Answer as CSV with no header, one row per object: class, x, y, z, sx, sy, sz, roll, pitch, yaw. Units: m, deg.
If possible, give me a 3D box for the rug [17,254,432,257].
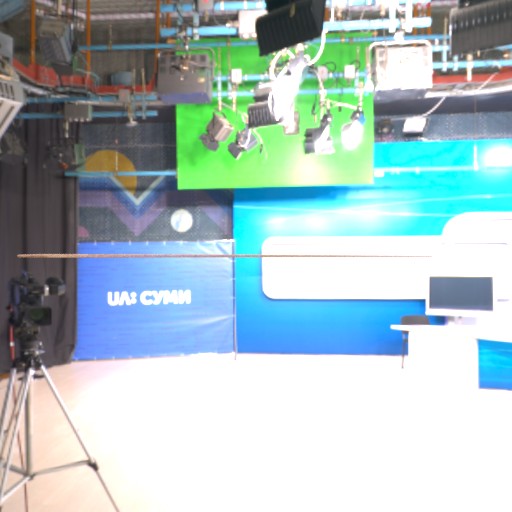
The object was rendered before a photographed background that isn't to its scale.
rug,0.000,0.000,2.633,2.435,0.015,0.760,0,0,-35
